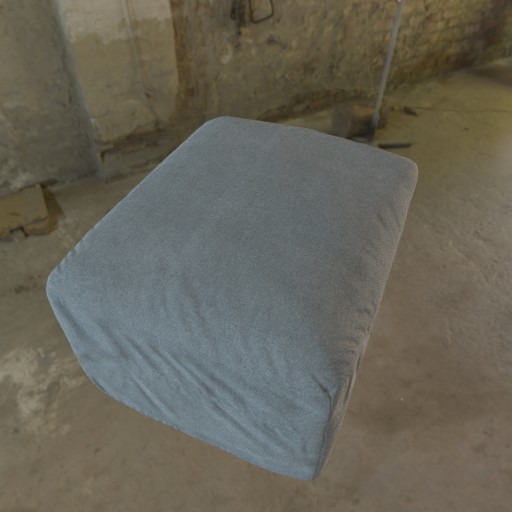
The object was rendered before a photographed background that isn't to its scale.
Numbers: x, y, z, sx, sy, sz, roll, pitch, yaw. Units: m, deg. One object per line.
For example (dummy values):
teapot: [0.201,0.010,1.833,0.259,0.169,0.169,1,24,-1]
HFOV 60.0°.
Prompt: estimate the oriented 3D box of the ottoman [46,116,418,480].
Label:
ottoman: [0.000,0.000,1.189,0.683,0.481,0.837,17,48,16]
